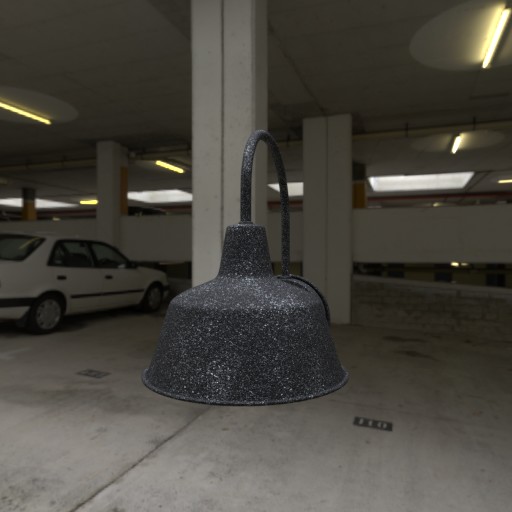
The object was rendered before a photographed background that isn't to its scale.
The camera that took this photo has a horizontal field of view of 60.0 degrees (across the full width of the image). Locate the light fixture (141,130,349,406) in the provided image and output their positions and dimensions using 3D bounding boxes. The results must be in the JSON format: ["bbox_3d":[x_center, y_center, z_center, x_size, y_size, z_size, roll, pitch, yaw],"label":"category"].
[{"bbox_3d":[0.000,0.000,0.504,0.216,0.300,0.283,0,0,19],"label":"light fixture"}]
